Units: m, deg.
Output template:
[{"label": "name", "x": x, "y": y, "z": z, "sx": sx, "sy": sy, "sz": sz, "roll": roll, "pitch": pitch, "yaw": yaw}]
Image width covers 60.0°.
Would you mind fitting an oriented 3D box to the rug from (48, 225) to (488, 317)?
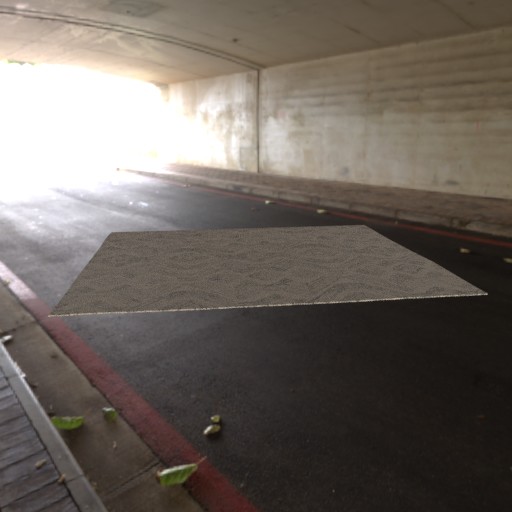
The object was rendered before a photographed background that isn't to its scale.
[{"label": "rug", "x": 0.000, "y": 0.000, "z": 4.153, "sx": 3.054, "sy": 0.030, "sz": 2.430, "roll": -2, "pitch": 16, "yaw": -7}]
